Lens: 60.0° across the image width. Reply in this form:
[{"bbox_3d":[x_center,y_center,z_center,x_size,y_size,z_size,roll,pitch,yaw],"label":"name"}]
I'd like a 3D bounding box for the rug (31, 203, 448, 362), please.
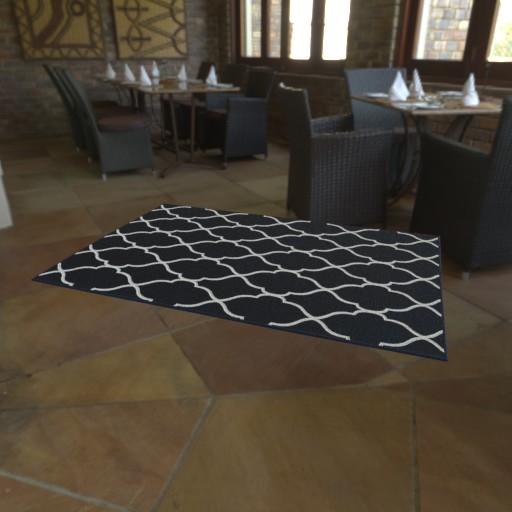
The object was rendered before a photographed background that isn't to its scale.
[{"bbox_3d":[0.000,0.000,2.906,2.290,0.014,1.526,8,26,18],"label":"rug"}]
